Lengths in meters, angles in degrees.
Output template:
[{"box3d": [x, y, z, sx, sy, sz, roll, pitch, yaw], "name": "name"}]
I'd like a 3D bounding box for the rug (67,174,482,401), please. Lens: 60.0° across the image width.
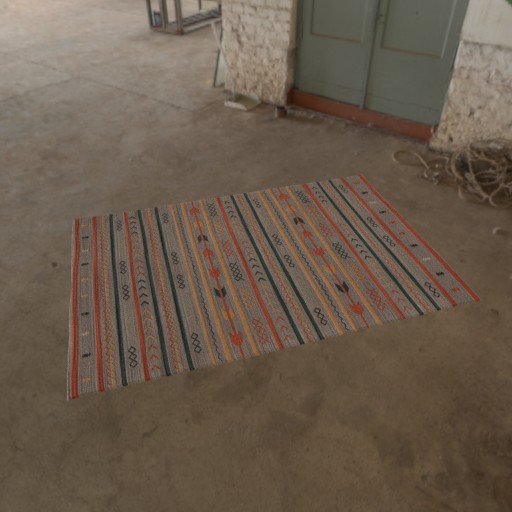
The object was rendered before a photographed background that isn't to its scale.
[{"box3d": [0.000, 0.000, 2.300, 1.835, 0.017, 1.220, -11, 41, -13], "name": "rug"}]
